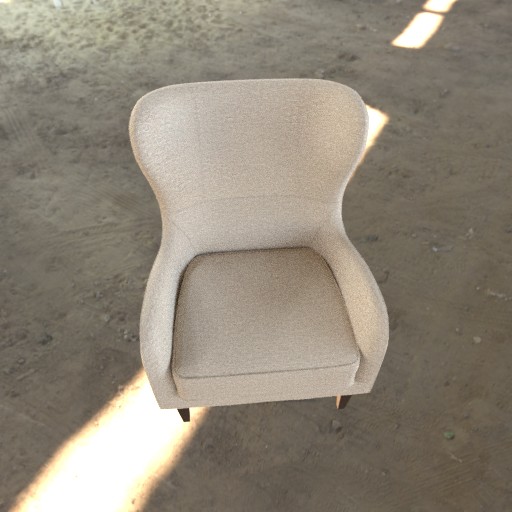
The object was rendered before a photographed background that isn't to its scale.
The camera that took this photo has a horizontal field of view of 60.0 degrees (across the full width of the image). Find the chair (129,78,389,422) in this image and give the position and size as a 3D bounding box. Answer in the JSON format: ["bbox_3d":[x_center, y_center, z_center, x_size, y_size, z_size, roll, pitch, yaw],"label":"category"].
[{"bbox_3d":[0.000,0.000,1.782,0.861,1.064,0.984,-4,47,-3],"label":"chair"}]
